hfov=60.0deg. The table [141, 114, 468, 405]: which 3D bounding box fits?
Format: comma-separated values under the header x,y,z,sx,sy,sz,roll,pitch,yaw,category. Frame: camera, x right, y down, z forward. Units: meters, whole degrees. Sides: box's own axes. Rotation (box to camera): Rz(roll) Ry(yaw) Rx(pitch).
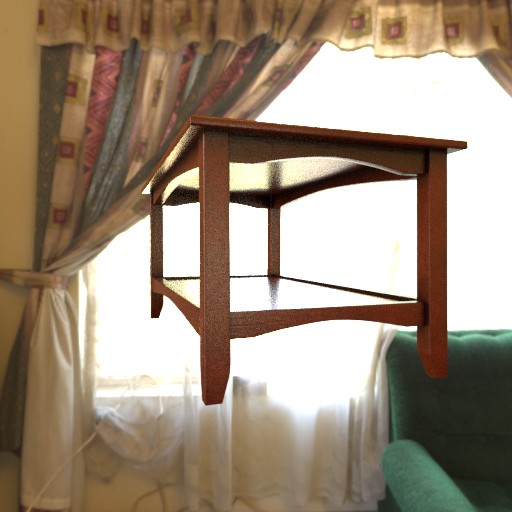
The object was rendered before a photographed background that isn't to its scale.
x,y,z,sx,sy,sz,roll,pitch,yaw,category
0.000,0.000,1.207,0.533,0.456,0.943,0,1,-19,table
